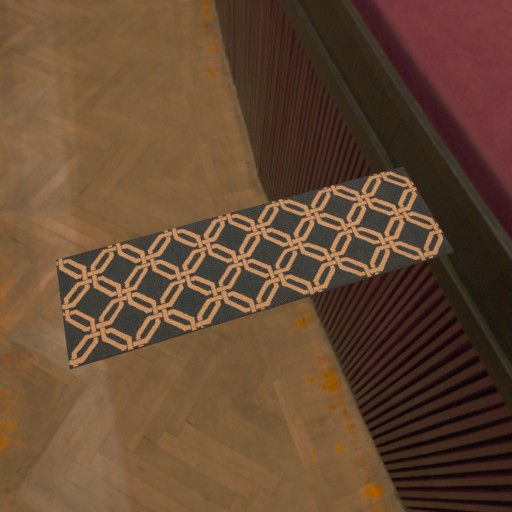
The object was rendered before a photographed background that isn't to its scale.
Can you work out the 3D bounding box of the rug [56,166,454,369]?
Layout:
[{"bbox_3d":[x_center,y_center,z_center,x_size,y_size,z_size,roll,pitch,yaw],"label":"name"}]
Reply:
[{"bbox_3d":[0.000,0.000,2.639,2.276,0.014,0.678,-16,64,-8],"label":"rug"}]
